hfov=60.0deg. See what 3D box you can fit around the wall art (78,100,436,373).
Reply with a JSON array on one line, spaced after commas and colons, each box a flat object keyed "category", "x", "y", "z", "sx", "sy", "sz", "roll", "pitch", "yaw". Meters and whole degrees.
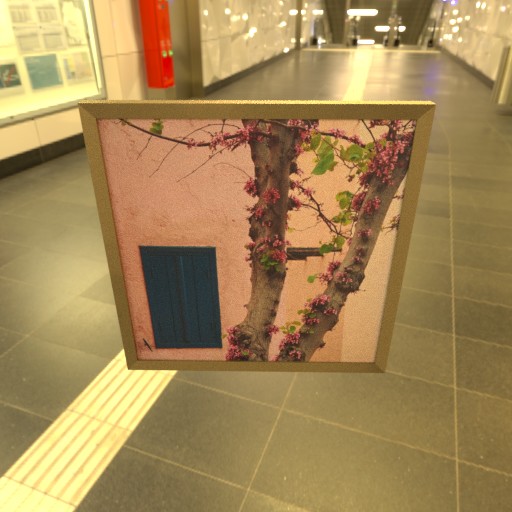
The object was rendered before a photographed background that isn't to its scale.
[{"category": "wall art", "x": 0.000, "y": 0.000, "z": 1.144, "sx": 0.762, "sy": 0.762, "sz": 0.038, "roll": 0, "pitch": 29, "yaw": 1}]
